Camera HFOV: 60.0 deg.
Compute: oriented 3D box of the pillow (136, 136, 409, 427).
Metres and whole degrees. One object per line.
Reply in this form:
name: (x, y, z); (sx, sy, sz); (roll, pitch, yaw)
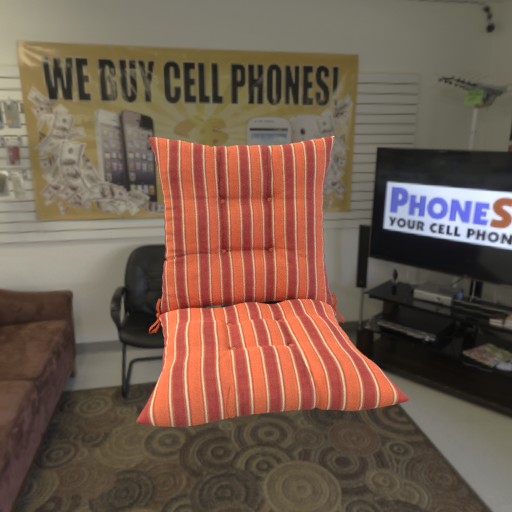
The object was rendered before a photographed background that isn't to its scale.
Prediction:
pillow: (0.000, 0.000, 1.024); (0.541, 0.536, 0.585); (-2, 15, -7)
